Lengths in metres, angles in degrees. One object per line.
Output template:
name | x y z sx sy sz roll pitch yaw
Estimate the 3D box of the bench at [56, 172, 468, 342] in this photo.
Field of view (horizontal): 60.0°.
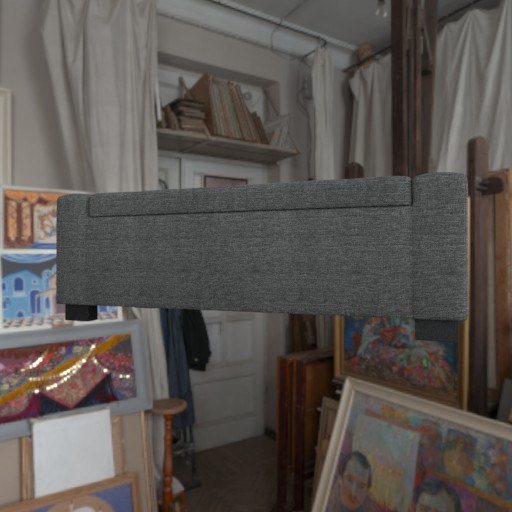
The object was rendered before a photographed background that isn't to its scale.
bench | 0.000 0.000 1.552 1.296 0.445 0.508 0 0 19
